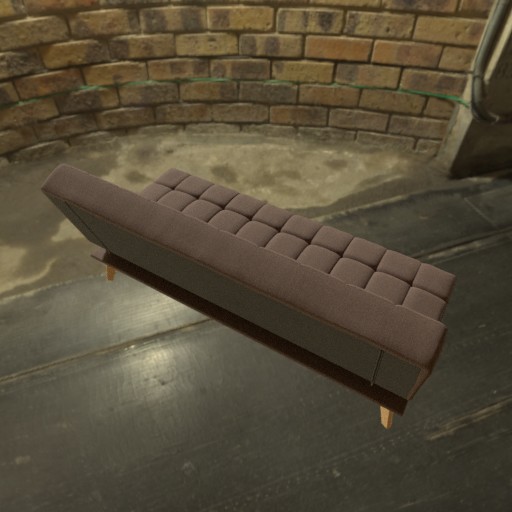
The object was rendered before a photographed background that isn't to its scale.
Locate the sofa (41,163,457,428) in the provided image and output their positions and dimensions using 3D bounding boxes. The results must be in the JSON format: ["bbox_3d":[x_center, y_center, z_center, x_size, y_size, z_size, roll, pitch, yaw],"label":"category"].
[{"bbox_3d":[0.000,0.000,2.187,1.800,0.810,0.860,23,50,21],"label":"sofa"}]
